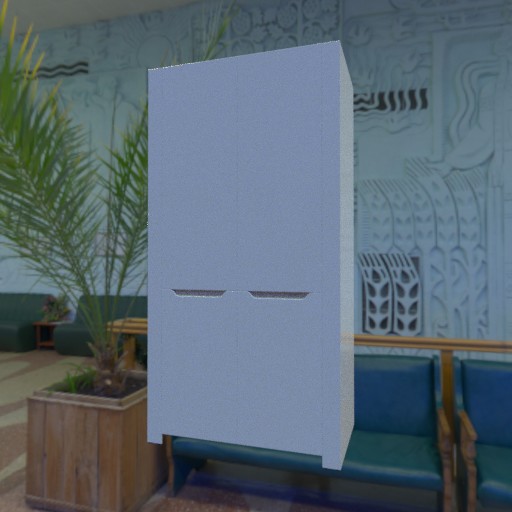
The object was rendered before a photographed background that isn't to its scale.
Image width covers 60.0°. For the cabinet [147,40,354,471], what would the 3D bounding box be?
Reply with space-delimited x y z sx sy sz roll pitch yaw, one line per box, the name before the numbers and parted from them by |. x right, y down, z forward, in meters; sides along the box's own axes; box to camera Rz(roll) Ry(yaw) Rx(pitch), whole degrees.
cabinet | 0.000 0.000 2.400 0.980 1.920 0.580 0 -1 18
